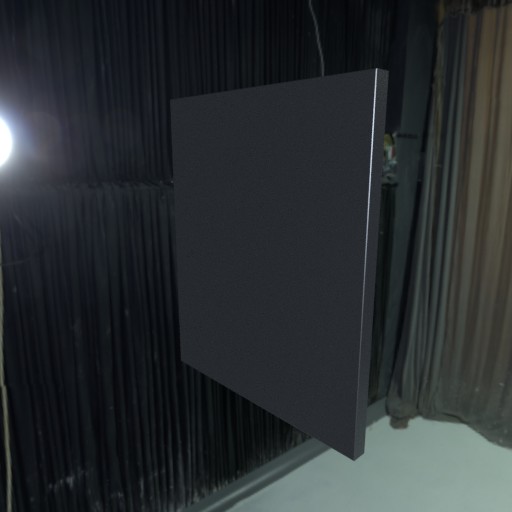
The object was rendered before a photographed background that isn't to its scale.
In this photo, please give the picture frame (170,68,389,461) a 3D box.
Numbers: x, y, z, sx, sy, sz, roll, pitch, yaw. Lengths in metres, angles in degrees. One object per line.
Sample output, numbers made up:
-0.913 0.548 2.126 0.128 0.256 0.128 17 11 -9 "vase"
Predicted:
0.000 0.000 0.780 0.028 0.556 0.460 -12 18 -42 "picture frame"
